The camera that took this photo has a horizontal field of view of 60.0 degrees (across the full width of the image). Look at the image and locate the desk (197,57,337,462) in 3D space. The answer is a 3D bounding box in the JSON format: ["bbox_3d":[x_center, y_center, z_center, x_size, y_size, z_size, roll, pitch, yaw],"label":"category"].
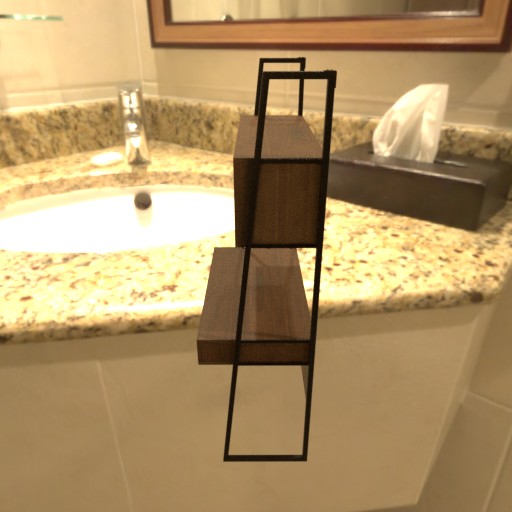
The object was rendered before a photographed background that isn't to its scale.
[{"bbox_3d":[0.000,0.000,2.251,0.515,1.809,0.982,0,26,0],"label":"desk"}]
